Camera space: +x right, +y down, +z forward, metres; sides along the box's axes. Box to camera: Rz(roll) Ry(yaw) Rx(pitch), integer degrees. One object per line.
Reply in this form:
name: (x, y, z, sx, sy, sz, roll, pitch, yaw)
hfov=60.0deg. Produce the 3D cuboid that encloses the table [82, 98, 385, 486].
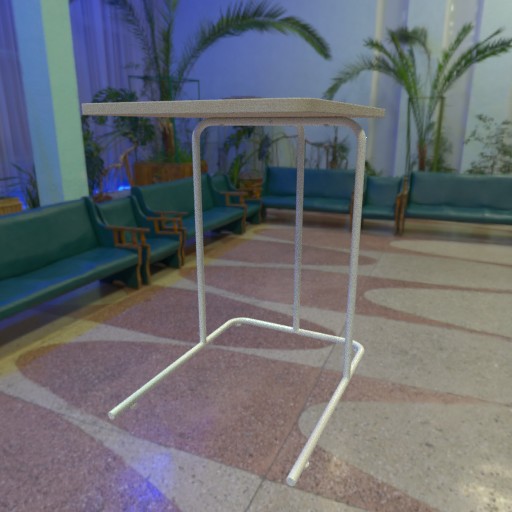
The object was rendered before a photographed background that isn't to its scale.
table: (0.000, 0.000, 0.864, 0.370, 0.550, 0.480, 8, 18, 25)
